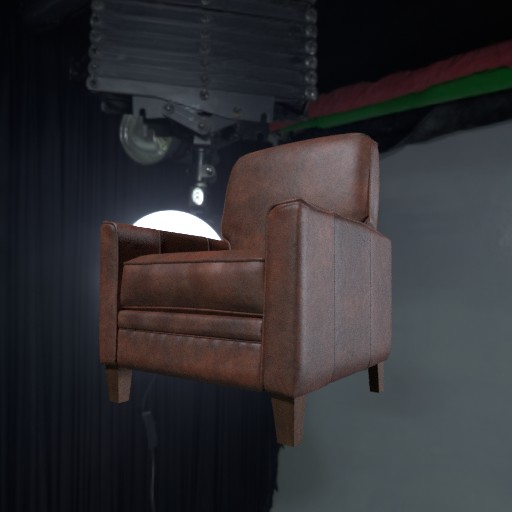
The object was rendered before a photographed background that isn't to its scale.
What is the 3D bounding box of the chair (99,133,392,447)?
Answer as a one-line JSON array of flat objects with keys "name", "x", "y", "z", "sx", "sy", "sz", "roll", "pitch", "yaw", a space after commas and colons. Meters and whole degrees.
[{"name": "chair", "x": 0.000, "y": 0.000, "z": 1.675, "sx": 0.843, "sy": 1.043, "sz": 0.836, "roll": -2, "pitch": -4, "yaw": 35}]
